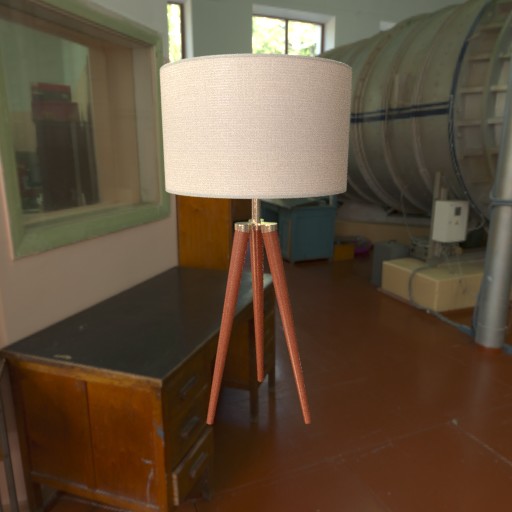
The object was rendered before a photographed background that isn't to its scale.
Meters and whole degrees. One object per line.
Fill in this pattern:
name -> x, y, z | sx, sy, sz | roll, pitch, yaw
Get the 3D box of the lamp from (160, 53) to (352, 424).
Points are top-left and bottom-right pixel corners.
lamp -> 0.000, 0.000, 0.918 | 0.355, 0.709, 0.354 | 3, 14, 11
